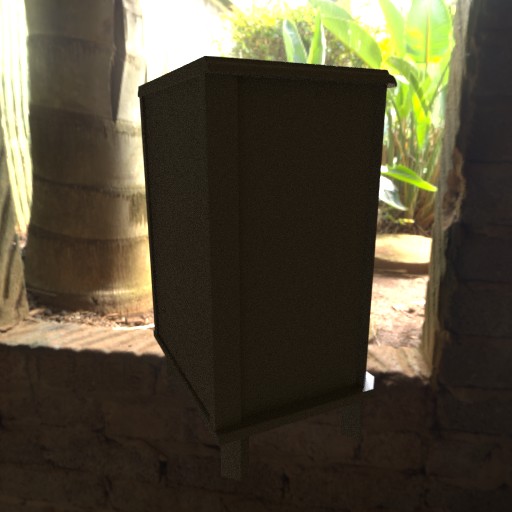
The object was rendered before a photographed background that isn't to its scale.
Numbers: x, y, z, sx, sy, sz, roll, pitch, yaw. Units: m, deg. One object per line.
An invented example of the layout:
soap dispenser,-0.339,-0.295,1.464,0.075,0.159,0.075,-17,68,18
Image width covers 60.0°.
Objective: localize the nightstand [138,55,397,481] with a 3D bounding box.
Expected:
nightstand,0.000,0.000,0.916,0.350,0.680,0.450,-7,17,-25
